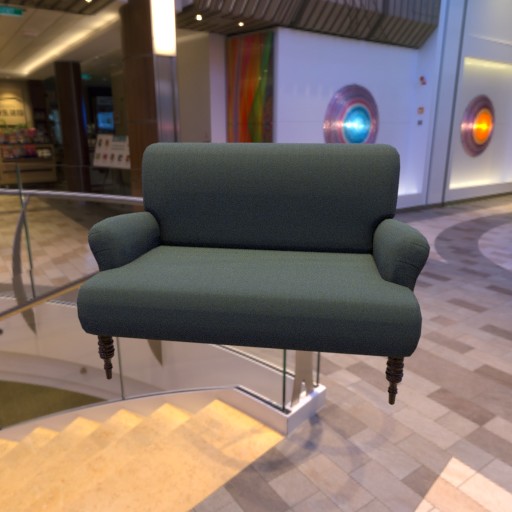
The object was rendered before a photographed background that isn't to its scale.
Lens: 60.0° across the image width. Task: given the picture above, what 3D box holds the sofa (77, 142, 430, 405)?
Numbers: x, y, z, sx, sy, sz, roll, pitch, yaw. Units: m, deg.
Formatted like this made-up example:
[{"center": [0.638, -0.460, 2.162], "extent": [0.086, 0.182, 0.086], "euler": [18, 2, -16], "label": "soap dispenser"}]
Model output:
[{"center": [0.000, 0.000, 1.838], "extent": [1.297, 0.889, 0.779], "euler": [2, 16, 9], "label": "sofa"}]
